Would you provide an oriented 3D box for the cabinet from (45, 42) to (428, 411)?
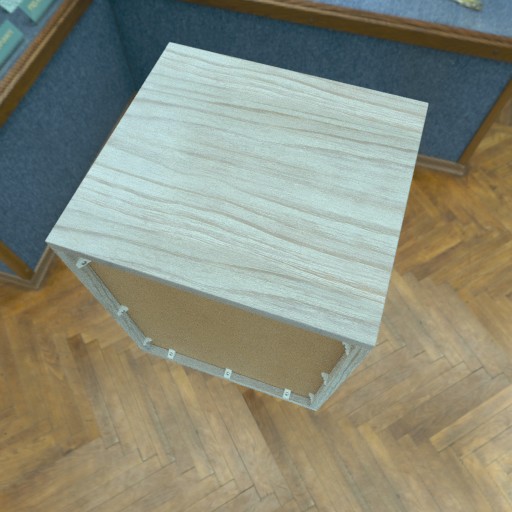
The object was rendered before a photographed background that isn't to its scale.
[{"bbox_3d":[0.000,0.000,0.855,0.409,0.579,0.401,17,65,8],"label":"cabinet"}]
